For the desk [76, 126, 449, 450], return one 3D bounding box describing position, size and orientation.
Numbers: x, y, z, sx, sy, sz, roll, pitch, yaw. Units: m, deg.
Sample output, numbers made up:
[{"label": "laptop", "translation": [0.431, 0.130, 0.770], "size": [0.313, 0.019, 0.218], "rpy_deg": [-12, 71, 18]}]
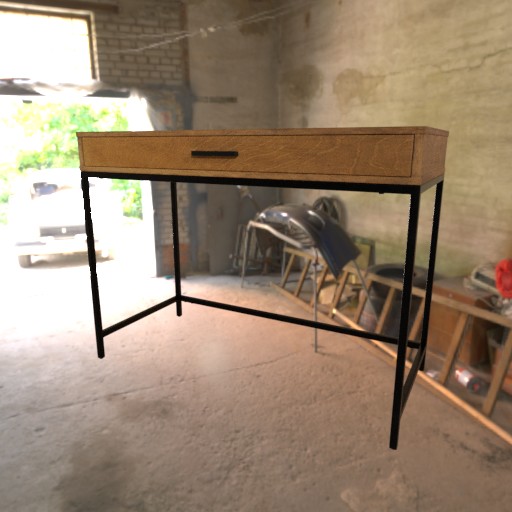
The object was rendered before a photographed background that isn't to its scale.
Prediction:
[{"label": "desk", "translation": [0.000, 0.000, 1.409], "size": [1.016, 0.762, 0.470], "rpy_deg": [8, 16, 27]}]
